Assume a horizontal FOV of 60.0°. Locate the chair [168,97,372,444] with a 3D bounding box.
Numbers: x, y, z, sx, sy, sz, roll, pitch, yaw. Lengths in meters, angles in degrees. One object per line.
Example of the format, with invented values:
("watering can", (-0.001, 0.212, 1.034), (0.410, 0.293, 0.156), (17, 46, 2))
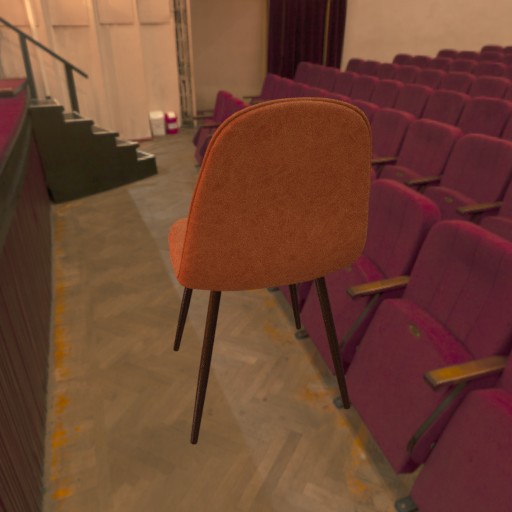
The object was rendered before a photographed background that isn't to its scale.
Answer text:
("chair", (0.000, 0.000, 1.205), (0.472, 0.889, 0.561), (-7, 28, -14))
